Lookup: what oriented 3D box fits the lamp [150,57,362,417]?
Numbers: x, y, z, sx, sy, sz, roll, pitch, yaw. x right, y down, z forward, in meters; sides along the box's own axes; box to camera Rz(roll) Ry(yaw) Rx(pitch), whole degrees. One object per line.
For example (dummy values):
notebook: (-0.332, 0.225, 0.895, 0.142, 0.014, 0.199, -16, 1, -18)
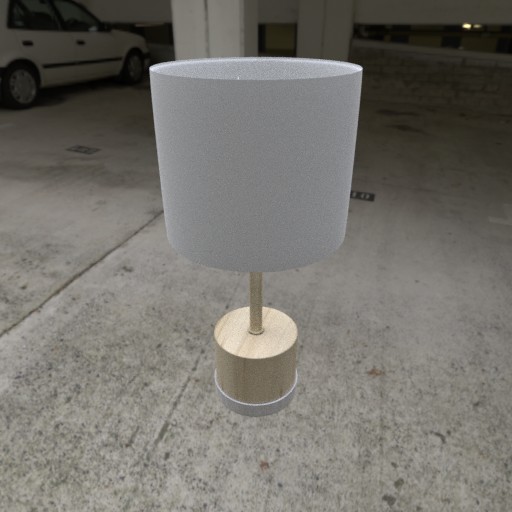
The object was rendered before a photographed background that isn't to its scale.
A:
lamp: (0.000, 0.000, 0.594, 0.229, 0.470, 0.229, 9, 30, 15)
